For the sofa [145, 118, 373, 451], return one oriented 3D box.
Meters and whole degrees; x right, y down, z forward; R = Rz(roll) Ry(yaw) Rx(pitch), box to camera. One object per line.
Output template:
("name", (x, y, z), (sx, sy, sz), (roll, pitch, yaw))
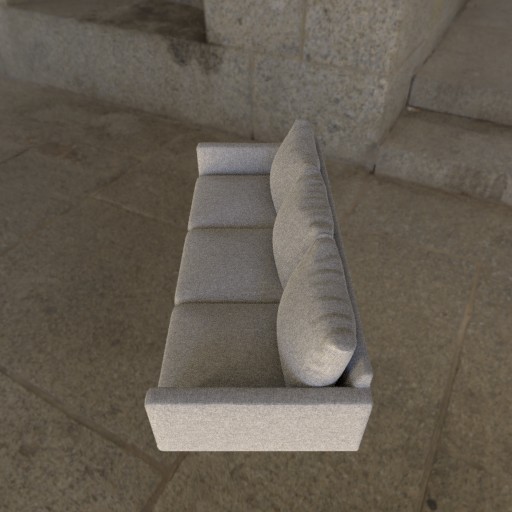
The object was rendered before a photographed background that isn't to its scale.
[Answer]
("sofa", (0.000, 0.000, 2.442), (0.850, 0.830, 2.000), (0, 42, 0))
